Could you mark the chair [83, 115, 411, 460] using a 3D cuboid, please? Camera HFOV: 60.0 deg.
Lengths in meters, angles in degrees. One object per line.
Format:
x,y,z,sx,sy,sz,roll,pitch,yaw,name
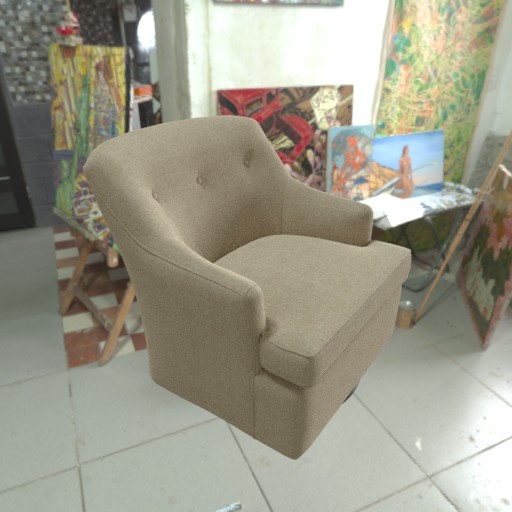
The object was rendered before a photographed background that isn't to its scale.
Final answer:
0.000,0.000,1.618,0.923,0.856,0.864,18,33,32,chair
